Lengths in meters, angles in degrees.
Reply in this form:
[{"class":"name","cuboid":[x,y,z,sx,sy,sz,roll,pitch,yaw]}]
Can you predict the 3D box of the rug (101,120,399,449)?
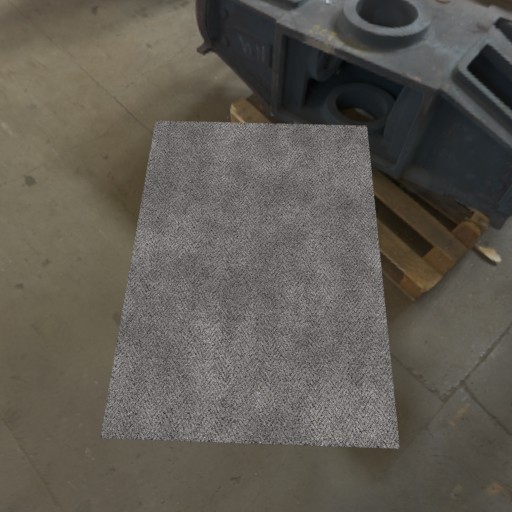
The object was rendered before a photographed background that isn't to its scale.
[{"class":"rug","cuboid":[0.000,0.000,2.861,1.600,0.008,2.235,2,64,1]}]
